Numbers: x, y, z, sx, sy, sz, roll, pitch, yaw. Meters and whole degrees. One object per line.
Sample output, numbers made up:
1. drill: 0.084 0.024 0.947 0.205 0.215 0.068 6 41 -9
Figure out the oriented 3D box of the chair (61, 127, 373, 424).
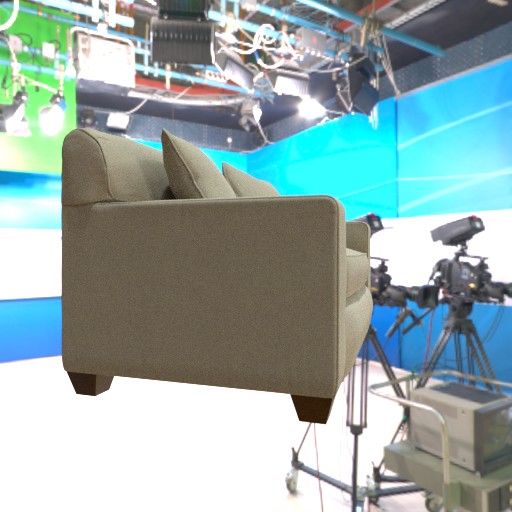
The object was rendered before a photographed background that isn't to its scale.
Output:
1. chair: 0.000 0.000 2.017 1.000 0.948 1.383 0 1 18
